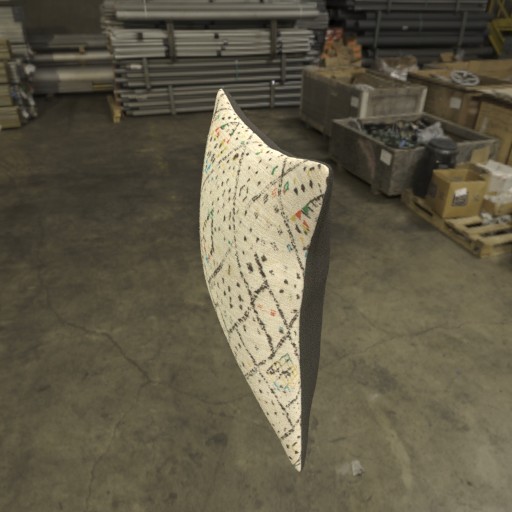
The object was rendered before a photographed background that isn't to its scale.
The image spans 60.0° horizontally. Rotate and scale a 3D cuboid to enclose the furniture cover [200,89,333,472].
[{"bbox_3d":[0.000,0.000,0.793,0.180,0.498,0.525,-8,31,-14],"label":"furniture cover"}]
